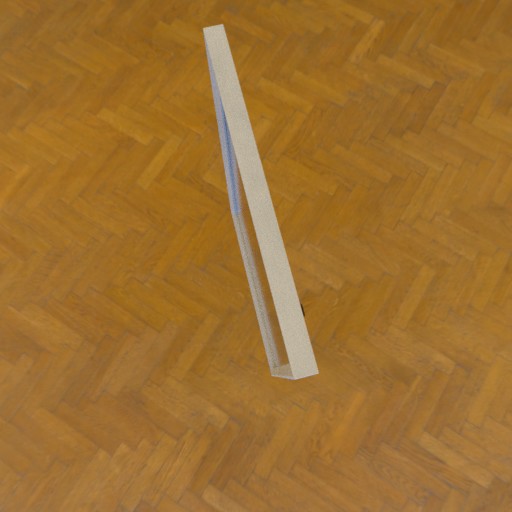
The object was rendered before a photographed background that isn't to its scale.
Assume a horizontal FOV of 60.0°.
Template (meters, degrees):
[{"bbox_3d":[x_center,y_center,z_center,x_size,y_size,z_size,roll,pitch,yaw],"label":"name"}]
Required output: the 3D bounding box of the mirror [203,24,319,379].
[{"bbox_3d":[0.000,0.000,1.141,0.041,0.915,0.609,-13,76,-4],"label":"mirror"}]
